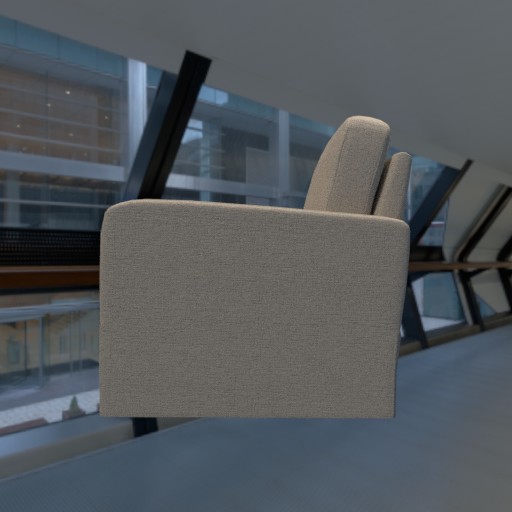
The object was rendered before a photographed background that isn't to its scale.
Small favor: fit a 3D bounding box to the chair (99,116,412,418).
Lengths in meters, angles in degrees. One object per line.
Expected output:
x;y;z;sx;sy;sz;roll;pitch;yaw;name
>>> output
0.000;0.000;1.517;0.888;0.827;0.755;0;1;1;chair
